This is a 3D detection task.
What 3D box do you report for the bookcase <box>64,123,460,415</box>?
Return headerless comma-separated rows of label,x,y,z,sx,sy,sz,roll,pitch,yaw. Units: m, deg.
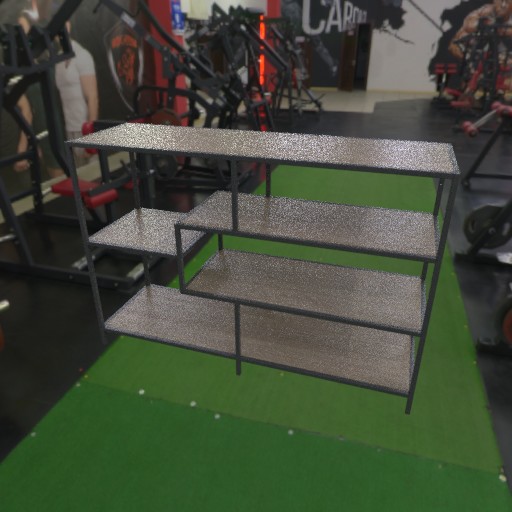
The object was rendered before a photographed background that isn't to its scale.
bookcase,0.000,0.000,1.536,1.140,0.780,0.350,8,28,16
